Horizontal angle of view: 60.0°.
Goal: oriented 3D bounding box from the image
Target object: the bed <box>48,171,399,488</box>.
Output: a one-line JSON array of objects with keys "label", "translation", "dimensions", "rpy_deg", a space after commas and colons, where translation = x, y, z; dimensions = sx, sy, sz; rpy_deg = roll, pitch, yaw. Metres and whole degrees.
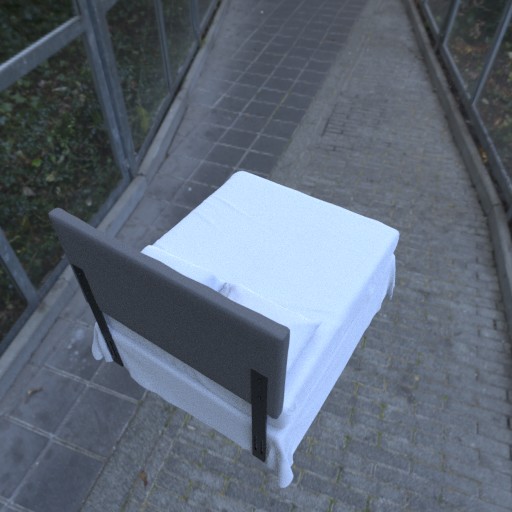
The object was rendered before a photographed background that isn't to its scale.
[{"label": "bed", "translation": [0.000, 0.000, 3.457], "dimensions": [1.936, 1.577, 2.222], "rpy_deg": [25, 51, 22]}]
